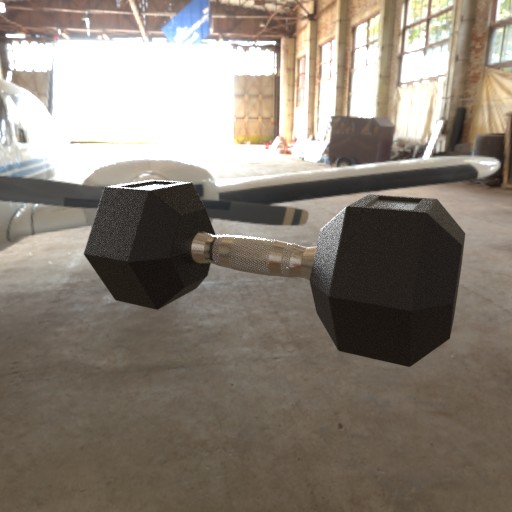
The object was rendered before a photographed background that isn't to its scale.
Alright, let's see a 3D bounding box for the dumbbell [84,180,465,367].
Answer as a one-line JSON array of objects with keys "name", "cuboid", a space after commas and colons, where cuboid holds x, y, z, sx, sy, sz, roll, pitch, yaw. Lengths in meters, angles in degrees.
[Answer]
[{"name": "dumbbell", "cuboid": [0.000, 0.000, 0.426, 0.356, 0.123, 0.141, 8, 18, 26]}]
